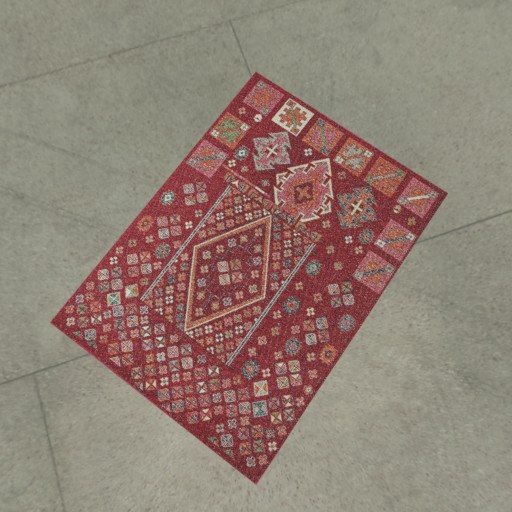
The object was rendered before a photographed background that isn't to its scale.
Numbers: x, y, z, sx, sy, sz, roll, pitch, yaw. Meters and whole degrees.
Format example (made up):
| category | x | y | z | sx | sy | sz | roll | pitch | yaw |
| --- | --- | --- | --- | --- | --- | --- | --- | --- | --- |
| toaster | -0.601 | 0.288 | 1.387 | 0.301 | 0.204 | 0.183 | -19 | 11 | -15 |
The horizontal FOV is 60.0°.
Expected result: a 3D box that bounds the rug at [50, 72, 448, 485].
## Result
| category | x | y | z | sx | sy | sz | roll | pitch | yaw |
| --- | --- | --- | --- | --- | --- | --- | --- | --- | --- |
| rug | 0.000 | 0.000 | 2.844 | 1.579 | 0.007 | 2.184 | 35 | 79 | 8 |
